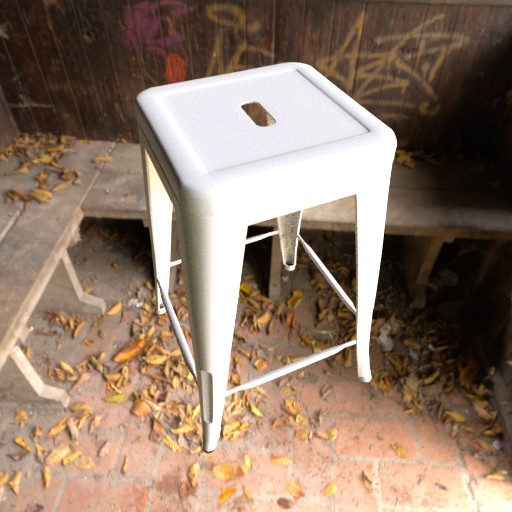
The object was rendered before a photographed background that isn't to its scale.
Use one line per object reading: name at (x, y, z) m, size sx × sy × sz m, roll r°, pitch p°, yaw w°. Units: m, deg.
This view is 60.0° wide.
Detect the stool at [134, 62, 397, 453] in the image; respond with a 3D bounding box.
stool at (0.000, 0.000, 0.868) m, size 0.406 × 0.610 × 0.406 m, roll -18°, pitch 48°, yaw -16°
